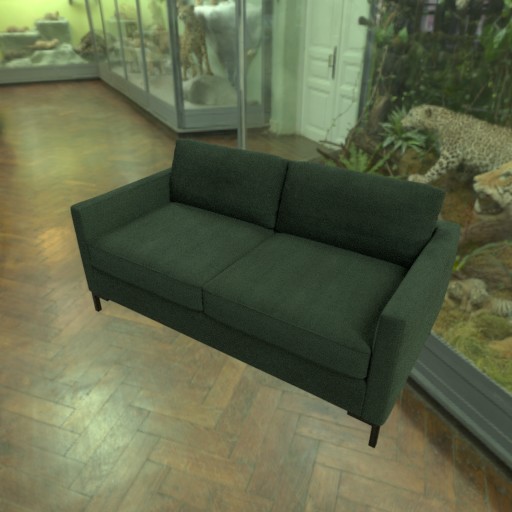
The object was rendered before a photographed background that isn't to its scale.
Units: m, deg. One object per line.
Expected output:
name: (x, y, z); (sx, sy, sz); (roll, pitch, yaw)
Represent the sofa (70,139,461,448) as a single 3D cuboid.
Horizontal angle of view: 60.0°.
sofa: (0.000, 0.000, 2.170); (1.676, 0.817, 0.875); (18, 34, 28)
